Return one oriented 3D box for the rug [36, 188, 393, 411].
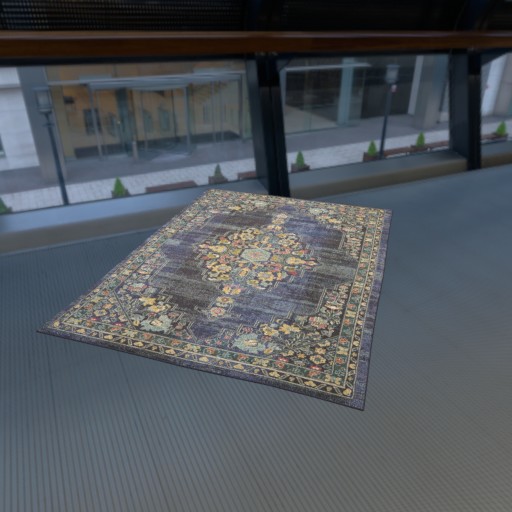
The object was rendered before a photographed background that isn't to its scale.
[{"bbox_3d":[0.000,0.000,4.847,2.716,0.035,3.612,9,30,16],"label":"rug"}]
